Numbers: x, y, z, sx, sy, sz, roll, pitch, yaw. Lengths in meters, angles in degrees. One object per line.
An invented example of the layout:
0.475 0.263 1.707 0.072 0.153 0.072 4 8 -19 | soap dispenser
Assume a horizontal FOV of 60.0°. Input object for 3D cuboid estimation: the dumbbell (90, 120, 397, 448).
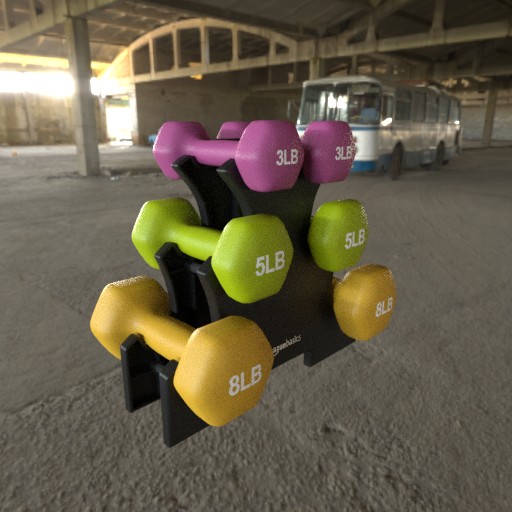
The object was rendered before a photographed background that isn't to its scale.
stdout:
0.000 0.000 0.466 0.300 0.271 0.190 -15 22 -42 | dumbbell
